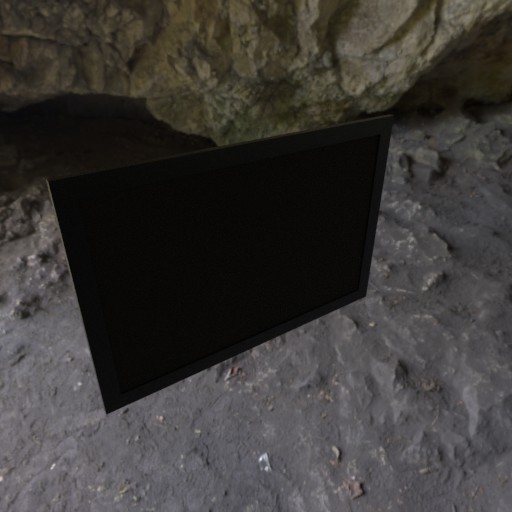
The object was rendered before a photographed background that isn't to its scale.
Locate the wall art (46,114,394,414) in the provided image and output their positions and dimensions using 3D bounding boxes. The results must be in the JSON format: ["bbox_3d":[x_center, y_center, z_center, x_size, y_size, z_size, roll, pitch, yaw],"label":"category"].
[{"bbox_3d":[0.000,0.000,0.853,0.660,0.447,0.013,-19,35,-29],"label":"wall art"}]
